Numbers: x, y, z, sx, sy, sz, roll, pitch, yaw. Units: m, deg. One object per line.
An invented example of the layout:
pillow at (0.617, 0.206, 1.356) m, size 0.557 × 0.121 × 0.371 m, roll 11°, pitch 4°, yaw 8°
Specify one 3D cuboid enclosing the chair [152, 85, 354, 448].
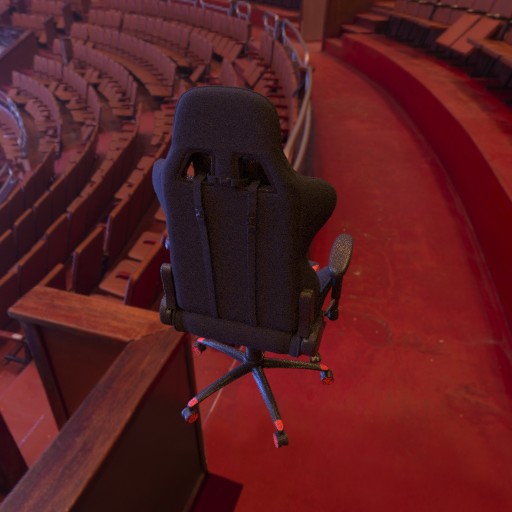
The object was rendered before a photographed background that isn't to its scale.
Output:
chair at (0.000, 0.000, 1.676) m, size 0.695 × 1.326 × 0.658 m, roll 10°, pitch 34°, yaw 15°
